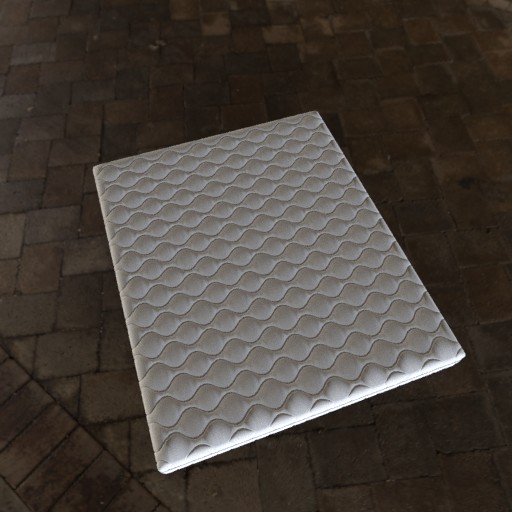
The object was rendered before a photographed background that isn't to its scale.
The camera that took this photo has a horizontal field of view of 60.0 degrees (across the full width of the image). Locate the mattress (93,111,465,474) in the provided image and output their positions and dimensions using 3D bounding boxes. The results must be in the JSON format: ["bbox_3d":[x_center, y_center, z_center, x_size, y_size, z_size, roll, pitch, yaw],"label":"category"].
[{"bbox_3d":[0.000,0.000,2.623,1.600,0.200,1.900,-17,61,-10],"label":"mattress"}]
